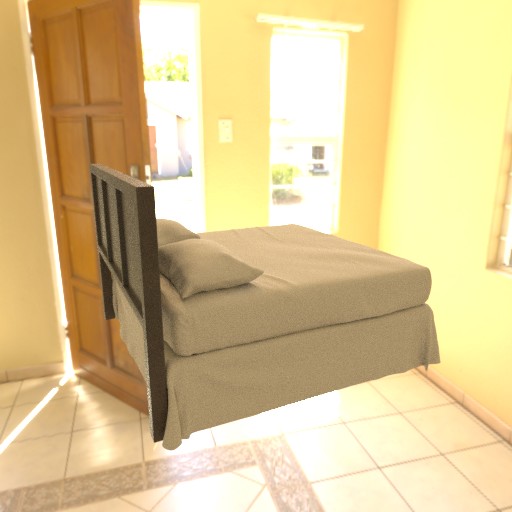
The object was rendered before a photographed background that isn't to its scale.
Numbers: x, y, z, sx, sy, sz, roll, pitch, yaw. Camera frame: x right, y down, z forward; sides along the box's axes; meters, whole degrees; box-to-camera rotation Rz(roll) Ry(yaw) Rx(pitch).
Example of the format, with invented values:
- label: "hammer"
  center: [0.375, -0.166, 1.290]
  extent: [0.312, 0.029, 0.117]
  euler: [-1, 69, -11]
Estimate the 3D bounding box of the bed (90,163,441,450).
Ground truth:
- label: "bed"
  center: [0.000, 0.000, 2.901]
  extent: [1.785, 1.142, 1.772]
  euler: [-7, 17, -25]
